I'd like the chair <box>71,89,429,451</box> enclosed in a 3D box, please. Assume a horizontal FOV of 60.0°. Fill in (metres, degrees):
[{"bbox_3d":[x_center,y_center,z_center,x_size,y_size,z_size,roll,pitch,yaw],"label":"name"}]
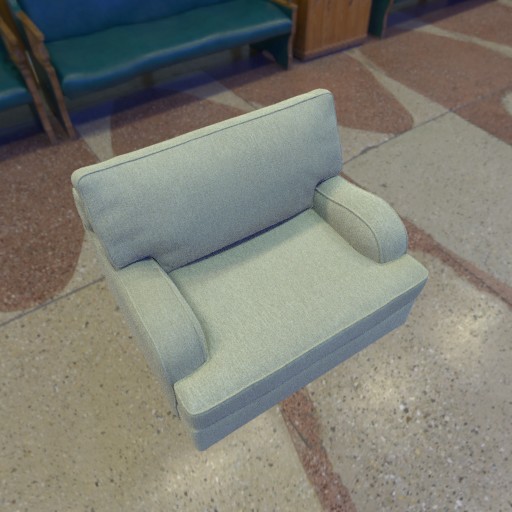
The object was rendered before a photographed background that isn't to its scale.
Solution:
[{"bbox_3d":[0.000,0.000,2.001,1.220,1.016,1.041,-26,53,-21],"label":"chair"}]
